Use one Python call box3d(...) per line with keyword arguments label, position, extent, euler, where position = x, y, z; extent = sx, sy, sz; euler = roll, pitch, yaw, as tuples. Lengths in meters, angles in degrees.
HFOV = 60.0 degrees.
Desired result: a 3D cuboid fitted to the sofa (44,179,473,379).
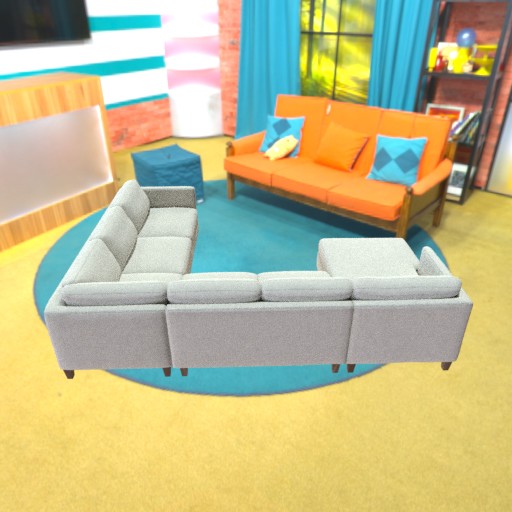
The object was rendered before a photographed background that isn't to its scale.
box3d(label="sofa", position=(0.000, 0.000, 4.489), extent=(3.238, 0.853, 2.551), euler=(-1, 30, -2))
